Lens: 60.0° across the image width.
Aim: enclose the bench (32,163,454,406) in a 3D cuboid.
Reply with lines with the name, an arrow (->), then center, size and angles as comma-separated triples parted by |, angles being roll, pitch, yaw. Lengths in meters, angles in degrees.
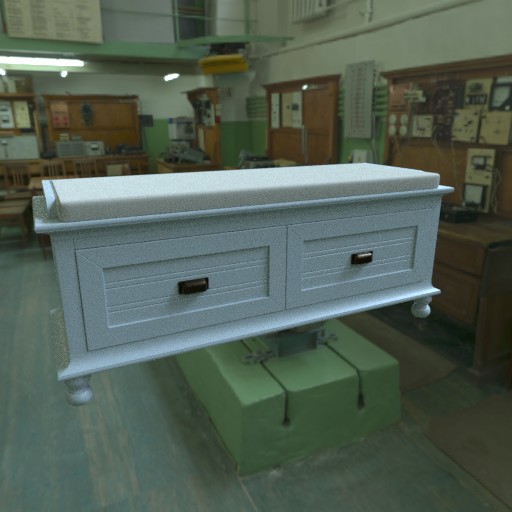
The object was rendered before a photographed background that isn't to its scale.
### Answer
bench -> 0.000, 0.000, 1.363 | 1.185, 0.486, 0.402 | -8, 19, -25
